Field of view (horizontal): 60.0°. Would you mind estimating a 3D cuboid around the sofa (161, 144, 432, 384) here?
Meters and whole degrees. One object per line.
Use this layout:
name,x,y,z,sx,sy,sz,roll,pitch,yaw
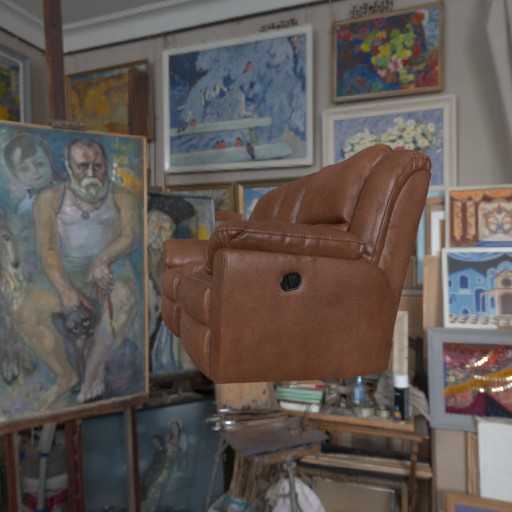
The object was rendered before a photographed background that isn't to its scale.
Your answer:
sofa,0.000,0.000,2.655,0.991,1.043,2.058,0,0,-18
